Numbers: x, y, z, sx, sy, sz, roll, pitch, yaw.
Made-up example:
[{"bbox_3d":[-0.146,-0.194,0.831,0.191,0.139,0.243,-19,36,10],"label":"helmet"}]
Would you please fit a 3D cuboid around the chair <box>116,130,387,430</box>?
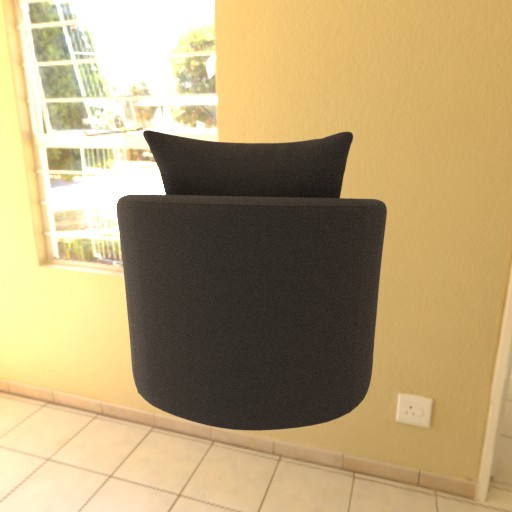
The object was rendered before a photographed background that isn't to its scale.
[{"bbox_3d":[0.000,0.000,1.562,0.845,0.848,0.910,2,16,8],"label":"chair"}]
